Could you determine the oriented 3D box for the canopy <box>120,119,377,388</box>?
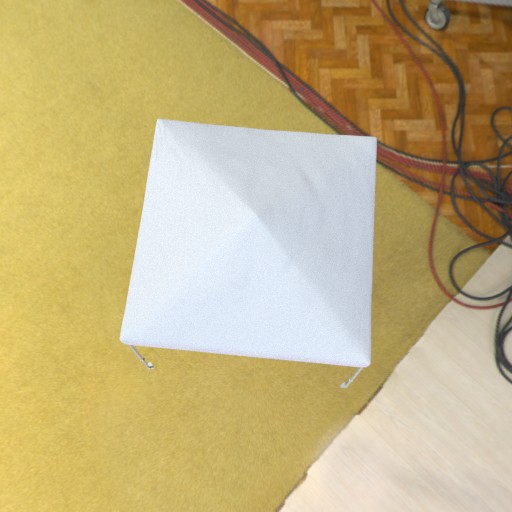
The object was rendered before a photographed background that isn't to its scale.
[{"bbox_3d":[0.000,0.000,5.290,2.849,2.850,2.850,5,75,1],"label":"canopy"}]
